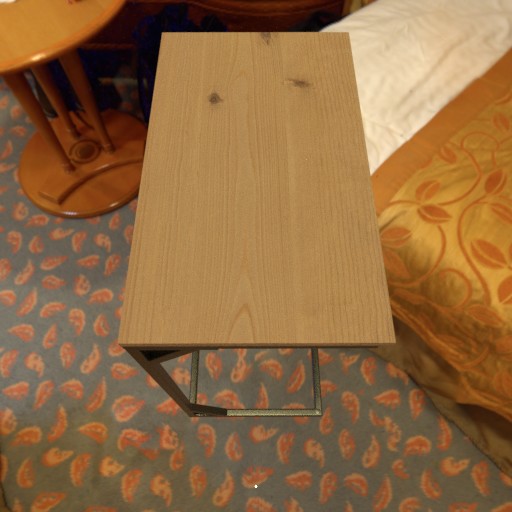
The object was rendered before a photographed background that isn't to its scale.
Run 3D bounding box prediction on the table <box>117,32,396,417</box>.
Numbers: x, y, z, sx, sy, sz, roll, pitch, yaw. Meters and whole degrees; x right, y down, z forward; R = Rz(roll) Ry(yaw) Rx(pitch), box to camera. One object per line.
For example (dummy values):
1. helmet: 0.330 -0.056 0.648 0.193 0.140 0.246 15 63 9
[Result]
1. table: 0.000 0.000 0.993 0.351 0.673 0.597 0 63 0
